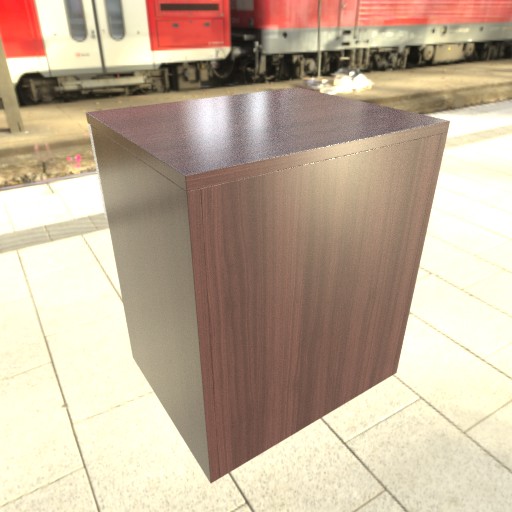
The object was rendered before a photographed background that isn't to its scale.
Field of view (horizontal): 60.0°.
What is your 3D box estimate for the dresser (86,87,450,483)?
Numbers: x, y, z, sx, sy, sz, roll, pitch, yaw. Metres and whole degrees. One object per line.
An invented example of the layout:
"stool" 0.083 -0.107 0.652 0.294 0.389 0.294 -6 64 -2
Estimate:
"dresser" 0.000 0.000 0.757 0.400 0.470 0.360 -18 34 -29
